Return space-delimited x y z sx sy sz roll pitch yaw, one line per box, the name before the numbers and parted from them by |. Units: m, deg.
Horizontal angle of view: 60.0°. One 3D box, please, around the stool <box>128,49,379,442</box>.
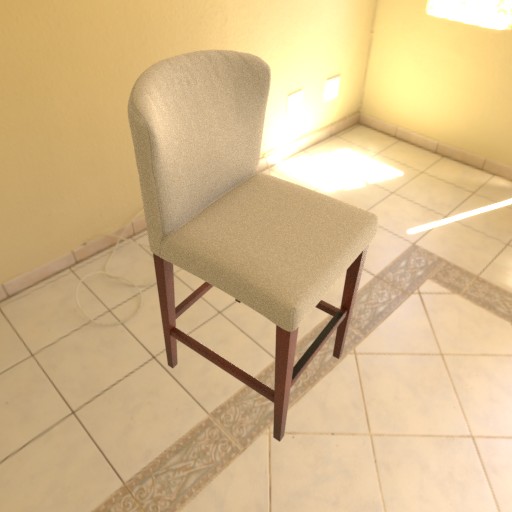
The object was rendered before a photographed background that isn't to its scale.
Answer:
stool | 0.000 0.000 1.359 0.568 1.069 0.479 26 48 26
